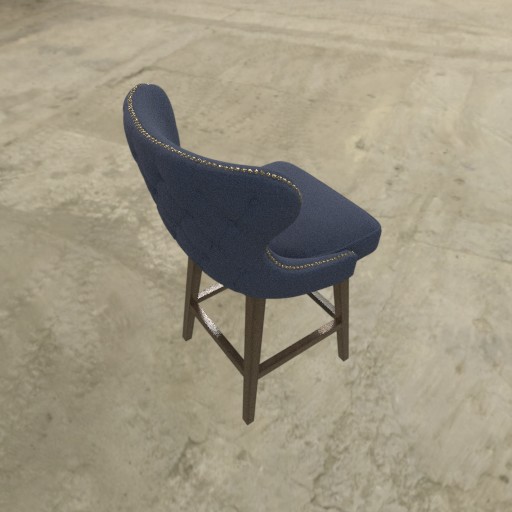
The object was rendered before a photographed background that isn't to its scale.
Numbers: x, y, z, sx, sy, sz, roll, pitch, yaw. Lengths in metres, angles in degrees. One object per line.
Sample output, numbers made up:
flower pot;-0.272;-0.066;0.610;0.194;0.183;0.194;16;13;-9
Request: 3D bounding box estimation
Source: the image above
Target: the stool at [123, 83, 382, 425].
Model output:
stool;0.000;0.000;1.356;0.597;0.972;0.615;-25;48;-26
